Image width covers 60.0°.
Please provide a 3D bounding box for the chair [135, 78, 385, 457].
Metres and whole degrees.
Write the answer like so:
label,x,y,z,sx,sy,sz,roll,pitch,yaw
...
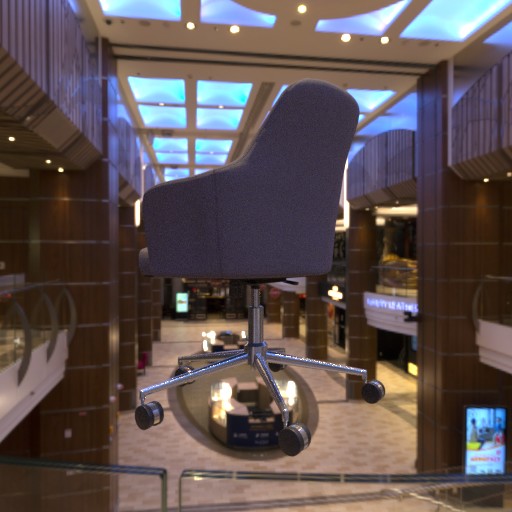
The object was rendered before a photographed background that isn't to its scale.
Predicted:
label,x,y,z,sx,sy,sz,roll,pitch,yaw
chair,0.000,0.000,1.253,0.600,0.820,0.655,0,0,36
